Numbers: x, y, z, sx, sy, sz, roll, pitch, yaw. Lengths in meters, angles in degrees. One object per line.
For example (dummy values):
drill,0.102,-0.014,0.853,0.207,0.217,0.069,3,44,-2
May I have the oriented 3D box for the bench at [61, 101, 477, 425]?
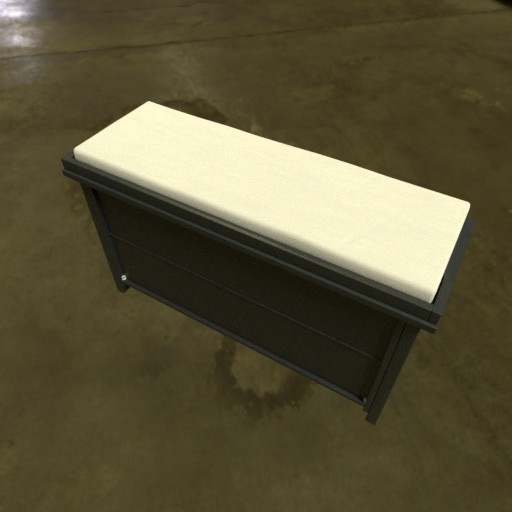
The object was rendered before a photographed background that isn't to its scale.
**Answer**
bench,0.000,0.000,1.244,0.973,0.561,0.345,23,51,21
